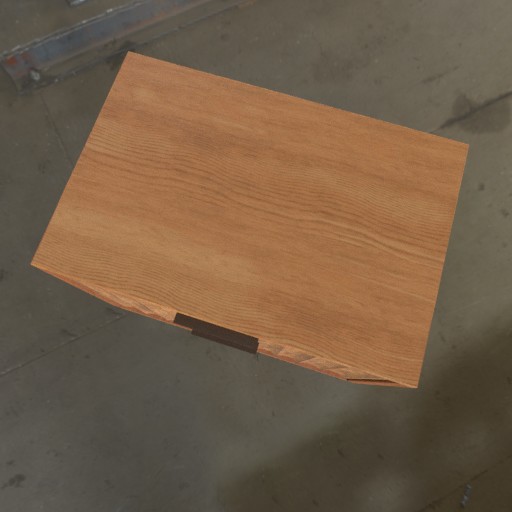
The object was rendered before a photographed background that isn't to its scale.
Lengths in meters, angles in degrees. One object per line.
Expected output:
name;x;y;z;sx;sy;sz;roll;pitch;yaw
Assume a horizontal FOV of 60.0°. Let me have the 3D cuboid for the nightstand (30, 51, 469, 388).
nightstand;0.000;0.000;1.009;0.613;0.615;0.427;17;76;4
